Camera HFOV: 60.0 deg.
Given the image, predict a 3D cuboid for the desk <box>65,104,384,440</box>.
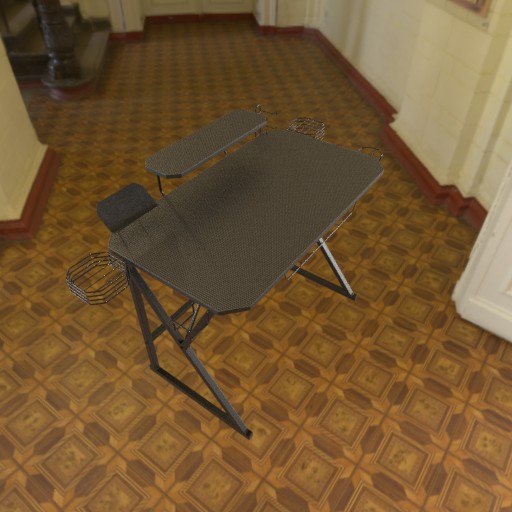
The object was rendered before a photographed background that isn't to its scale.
[{"bbox_3d":[0.000,0.000,1.730,0.580,0.880,1.290,26,48,26],"label":"desk"}]
